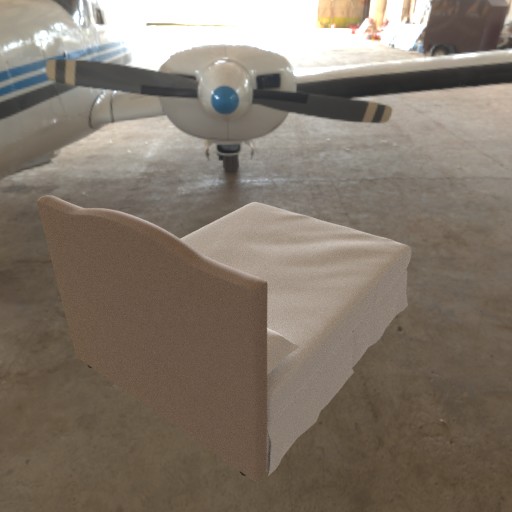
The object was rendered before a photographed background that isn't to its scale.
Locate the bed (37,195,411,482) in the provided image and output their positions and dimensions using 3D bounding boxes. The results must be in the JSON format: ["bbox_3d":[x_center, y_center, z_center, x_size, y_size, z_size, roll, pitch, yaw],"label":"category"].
[{"bbox_3d":[0.000,0.000,3.396,1.821,1.436,2.282,20,35,31],"label":"bed"}]
